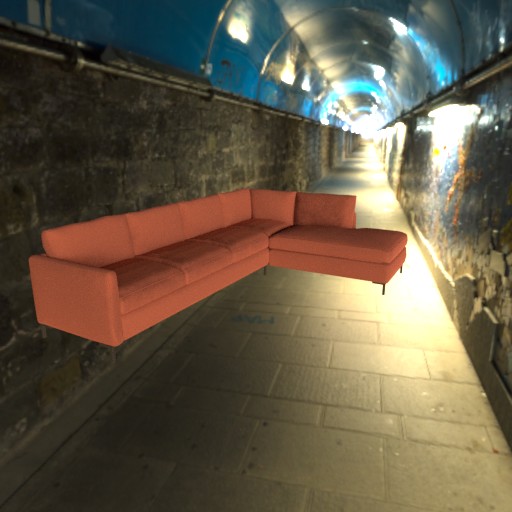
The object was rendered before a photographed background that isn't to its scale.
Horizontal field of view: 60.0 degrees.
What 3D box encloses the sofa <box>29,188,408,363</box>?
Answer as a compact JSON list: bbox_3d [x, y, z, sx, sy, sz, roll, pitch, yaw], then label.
[{"bbox_3d":[0.000,0.000,3.582,1.879,0.757,2.736,9,18,28],"label":"sofa"}]
